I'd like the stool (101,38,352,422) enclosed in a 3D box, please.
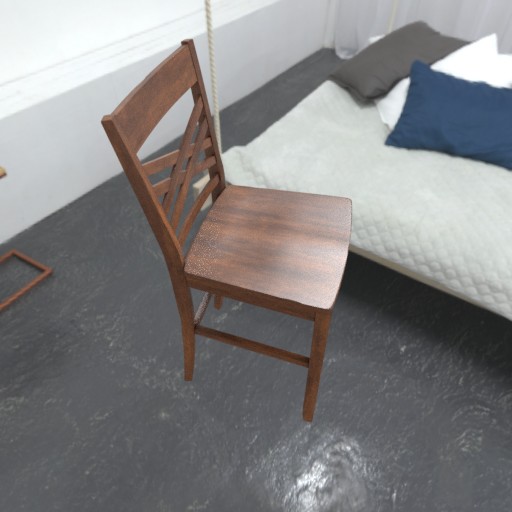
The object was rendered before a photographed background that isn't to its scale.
[{"bbox_3d":[0.000,0.000,1.363,0.539,1.079,0.462,11,46,10],"label":"stool"}]
